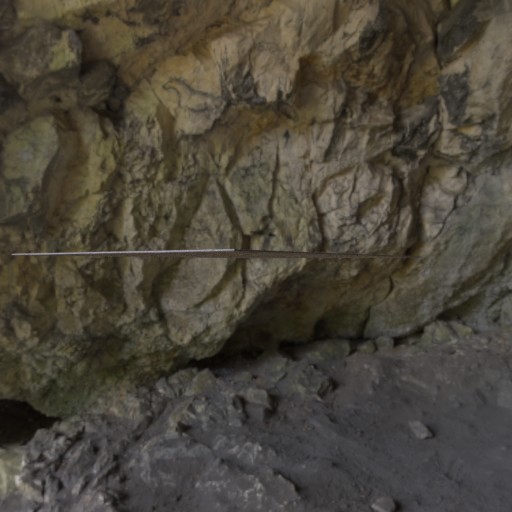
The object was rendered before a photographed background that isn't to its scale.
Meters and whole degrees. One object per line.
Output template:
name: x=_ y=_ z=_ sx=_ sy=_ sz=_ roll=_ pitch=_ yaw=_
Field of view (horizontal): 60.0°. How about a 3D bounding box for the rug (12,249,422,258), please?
rug: x=0.000 y=0.000 z=2.948 sx=1.515 sy=0.007 sz=2.427 roll=-1 pitch=-1 yaw=35
